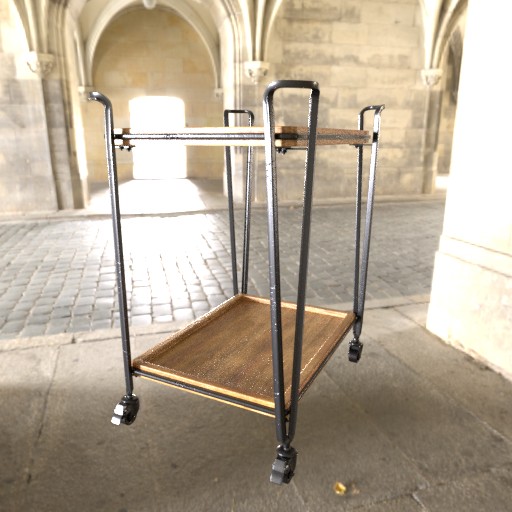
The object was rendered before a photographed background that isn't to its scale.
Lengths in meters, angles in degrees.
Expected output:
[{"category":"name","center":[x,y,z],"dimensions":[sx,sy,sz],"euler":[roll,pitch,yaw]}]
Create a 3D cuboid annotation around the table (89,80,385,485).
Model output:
[{"category":"table","center":[0.000,0.000,1.177],"dimensions":[0.505,0.785,0.672],"euler":[7,17,26]}]
